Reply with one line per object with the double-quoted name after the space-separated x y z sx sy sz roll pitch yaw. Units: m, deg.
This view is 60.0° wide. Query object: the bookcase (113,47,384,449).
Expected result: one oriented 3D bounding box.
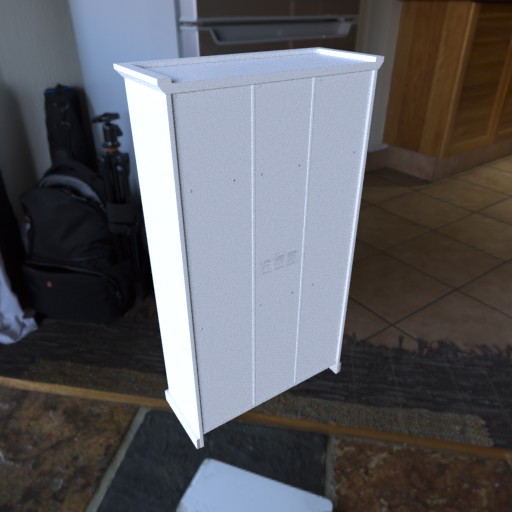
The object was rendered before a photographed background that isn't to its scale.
0.000 0.000 2.305 1.050 1.880 0.432 -19 36 -28 "bookcase"
